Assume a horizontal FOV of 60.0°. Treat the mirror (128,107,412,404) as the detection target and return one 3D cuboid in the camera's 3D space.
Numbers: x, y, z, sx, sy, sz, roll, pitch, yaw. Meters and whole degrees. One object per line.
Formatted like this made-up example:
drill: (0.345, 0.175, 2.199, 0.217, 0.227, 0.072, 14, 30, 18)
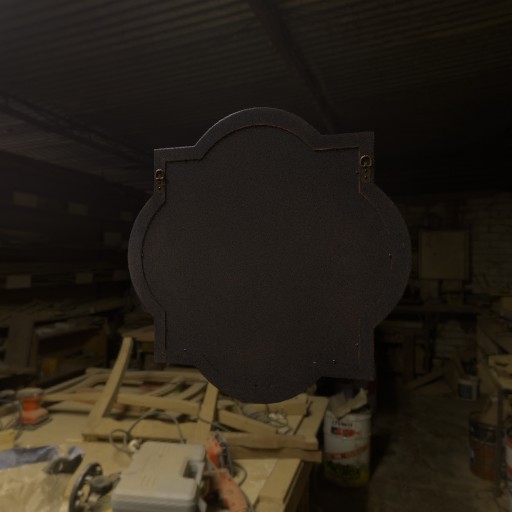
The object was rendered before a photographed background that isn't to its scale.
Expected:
mirror: (0.000, 0.000, 1.061, 0.686, 0.686, 0.019, 0, 0, 18)
